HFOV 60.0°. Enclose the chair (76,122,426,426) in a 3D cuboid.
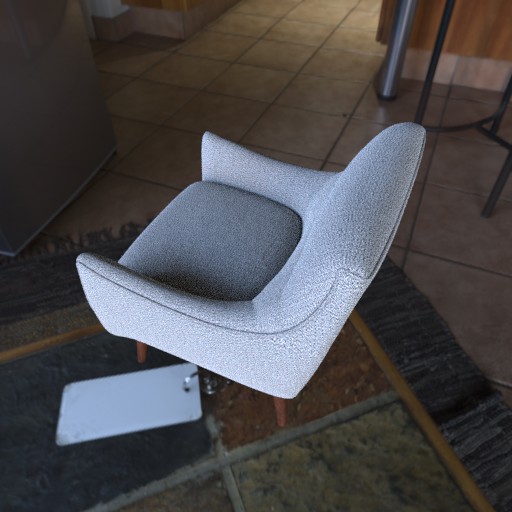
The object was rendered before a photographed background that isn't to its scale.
[{"bbox_3d":[0.000,0.000,1.419,0.787,0.838,0.762,19,49,17],"label":"chair"}]
